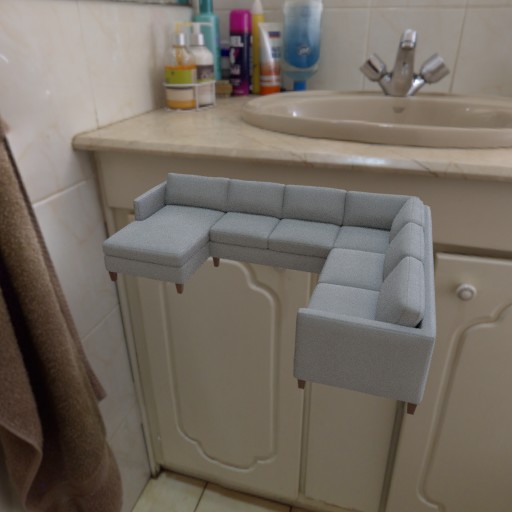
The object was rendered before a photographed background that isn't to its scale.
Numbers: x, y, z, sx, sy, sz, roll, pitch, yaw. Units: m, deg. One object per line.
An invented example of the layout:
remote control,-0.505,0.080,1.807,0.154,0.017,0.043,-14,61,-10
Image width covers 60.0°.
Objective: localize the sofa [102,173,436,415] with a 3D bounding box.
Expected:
sofa,0.000,0.000,4.397,3.238,0.853,2.551,9,28,16
